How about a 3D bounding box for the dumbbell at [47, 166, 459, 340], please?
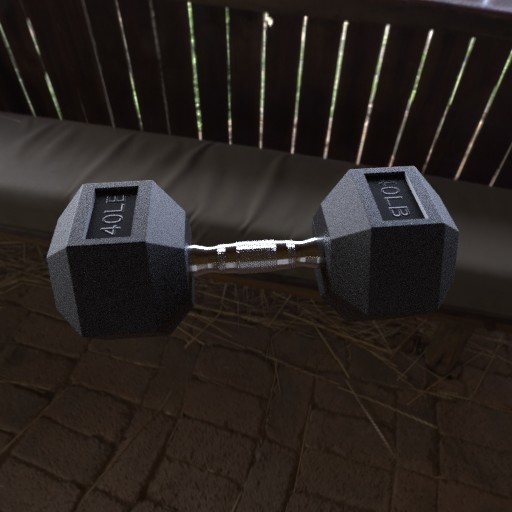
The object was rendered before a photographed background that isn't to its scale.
[{"bbox_3d":[0.000,0.000,0.433,0.361,0.137,0.157,-4,48,-3],"label":"dumbbell"}]
